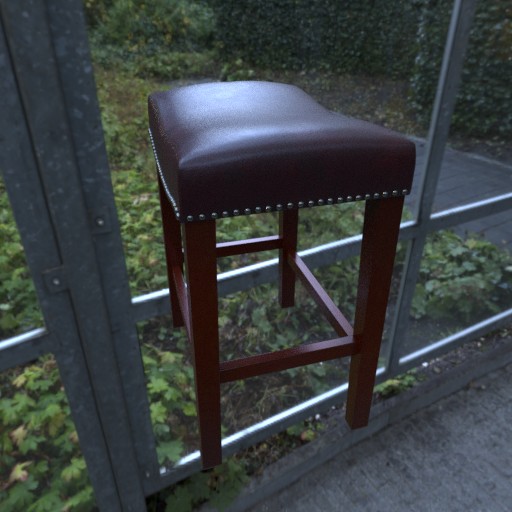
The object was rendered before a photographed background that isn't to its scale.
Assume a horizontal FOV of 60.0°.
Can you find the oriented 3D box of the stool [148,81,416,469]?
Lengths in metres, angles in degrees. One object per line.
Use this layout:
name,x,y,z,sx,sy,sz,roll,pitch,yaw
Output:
stool,0.000,0.000,0.970,0.372,0.657,0.504,-8,31,-14
